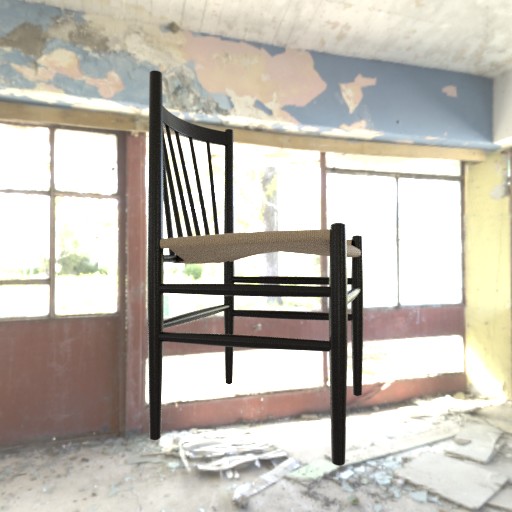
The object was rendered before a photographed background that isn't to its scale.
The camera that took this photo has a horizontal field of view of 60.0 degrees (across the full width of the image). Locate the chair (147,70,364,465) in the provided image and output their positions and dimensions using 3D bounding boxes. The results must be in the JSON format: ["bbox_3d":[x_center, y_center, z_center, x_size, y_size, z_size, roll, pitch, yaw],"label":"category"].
[{"bbox_3d":[0.000,0.000,1.156,0.516,0.818,0.495,0,-1,17],"label":"chair"}]
